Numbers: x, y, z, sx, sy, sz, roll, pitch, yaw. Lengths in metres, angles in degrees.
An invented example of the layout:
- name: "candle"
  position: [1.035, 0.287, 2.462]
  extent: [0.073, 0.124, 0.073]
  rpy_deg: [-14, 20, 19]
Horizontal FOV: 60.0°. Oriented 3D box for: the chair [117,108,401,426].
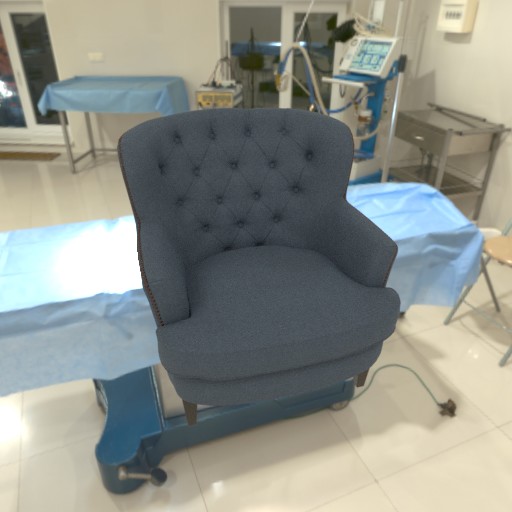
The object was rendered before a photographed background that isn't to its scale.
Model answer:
- name: "chair"
  position: [0.000, 0.000, 1.596]
  extent: [0.848, 0.868, 0.906]
  rpy_deg: [-8, 31, -14]
